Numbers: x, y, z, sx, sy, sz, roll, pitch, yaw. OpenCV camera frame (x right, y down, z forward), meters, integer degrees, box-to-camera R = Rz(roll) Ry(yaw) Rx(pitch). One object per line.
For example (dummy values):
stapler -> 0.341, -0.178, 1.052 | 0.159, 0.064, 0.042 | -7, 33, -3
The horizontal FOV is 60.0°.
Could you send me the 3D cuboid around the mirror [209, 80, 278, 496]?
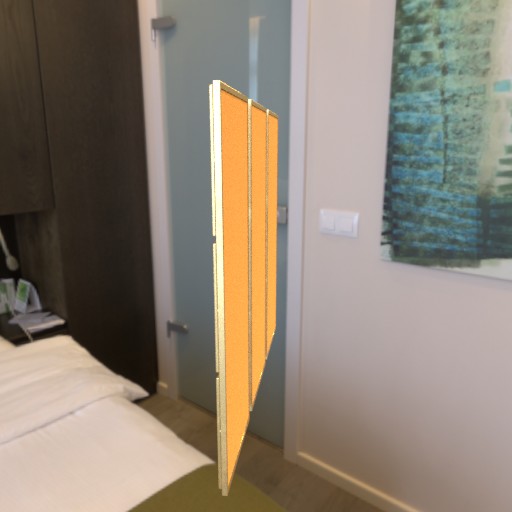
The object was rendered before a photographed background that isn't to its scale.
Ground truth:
mirror -> 0.000, 0.000, 1.428 | 0.023, 0.926, 1.011 | 2, 14, 9
